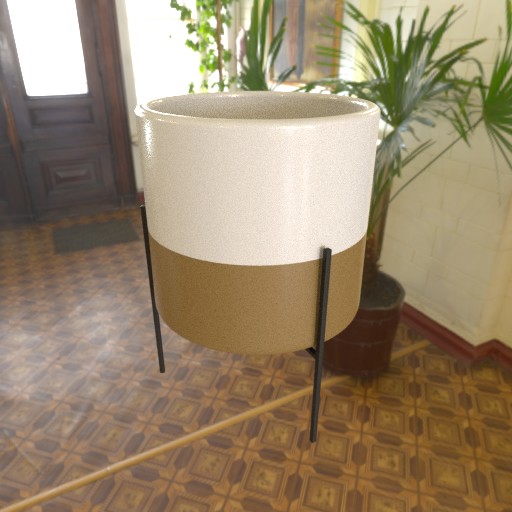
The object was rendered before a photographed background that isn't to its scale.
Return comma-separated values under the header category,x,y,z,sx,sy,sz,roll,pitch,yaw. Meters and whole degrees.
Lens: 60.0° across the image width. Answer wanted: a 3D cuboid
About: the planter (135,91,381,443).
category,x,y,z,sx,sy,sz,roll,pitch,yaw
planter,0.000,0.000,0.653,0.310,0.432,0.310,7,27,15
